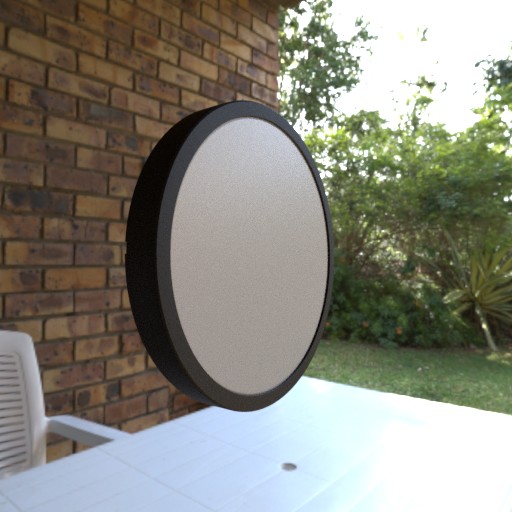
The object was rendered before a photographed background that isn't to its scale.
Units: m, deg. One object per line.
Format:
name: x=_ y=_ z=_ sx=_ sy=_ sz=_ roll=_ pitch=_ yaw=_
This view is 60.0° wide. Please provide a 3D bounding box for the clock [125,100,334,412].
clock: x=0.000 y=0.000 z=0.442 sx=0.040 sy=0.293 sz=0.293 roll=-1 pitch=-1 yaw=35
